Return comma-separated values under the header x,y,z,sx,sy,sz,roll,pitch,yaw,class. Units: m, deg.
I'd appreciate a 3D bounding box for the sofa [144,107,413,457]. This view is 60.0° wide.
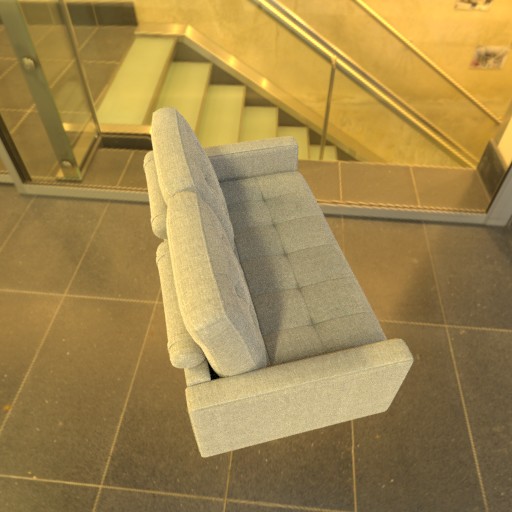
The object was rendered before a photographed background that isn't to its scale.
x,y,z,sx,sy,sz,roll,pitch,yaw,class
0.000,0.000,1.984,0.842,0.907,1.407,-11,49,-9,sofa
